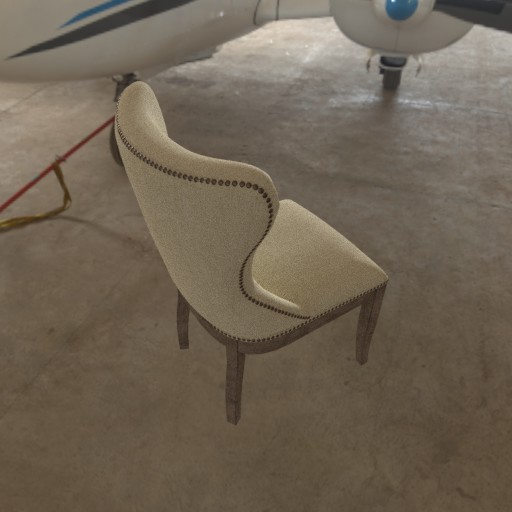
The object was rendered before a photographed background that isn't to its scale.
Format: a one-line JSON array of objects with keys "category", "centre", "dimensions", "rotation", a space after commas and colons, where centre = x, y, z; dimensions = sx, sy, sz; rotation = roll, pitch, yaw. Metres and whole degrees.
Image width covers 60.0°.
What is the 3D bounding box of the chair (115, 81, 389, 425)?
[{"category": "chair", "centre": [0.000, 0.000, 1.412], "dimensions": [0.681, 1.002, 0.654], "rotation": [-23, 45, -25]}]
